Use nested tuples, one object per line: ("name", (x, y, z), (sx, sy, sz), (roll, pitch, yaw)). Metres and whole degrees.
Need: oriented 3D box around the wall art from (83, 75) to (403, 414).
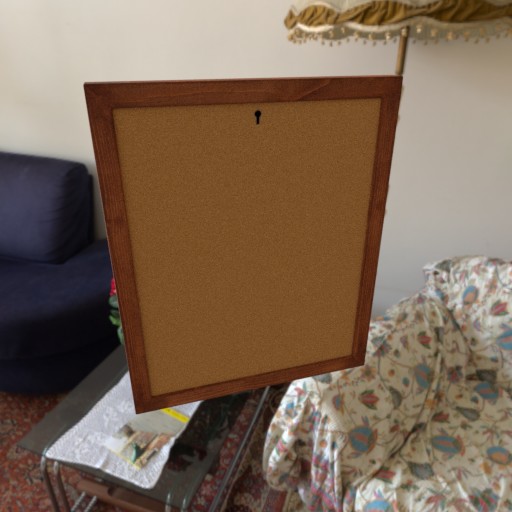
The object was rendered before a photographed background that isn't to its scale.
("wall art", (0.000, 0.000, 0.750), (0.462, 0.558, 0.030), (-8, 27, -15))
